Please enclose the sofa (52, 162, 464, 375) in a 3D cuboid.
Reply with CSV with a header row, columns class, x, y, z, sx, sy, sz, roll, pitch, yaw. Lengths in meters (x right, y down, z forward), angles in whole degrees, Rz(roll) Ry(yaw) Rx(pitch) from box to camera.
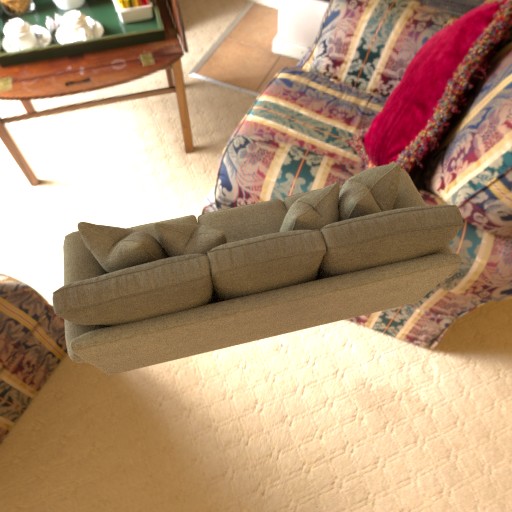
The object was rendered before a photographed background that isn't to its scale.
class,x,y,z,sx,sy,sz,roll,pitch,yaw
sofa,0.000,0.000,2.808,2.312,0.975,0.965,-12,59,-7
